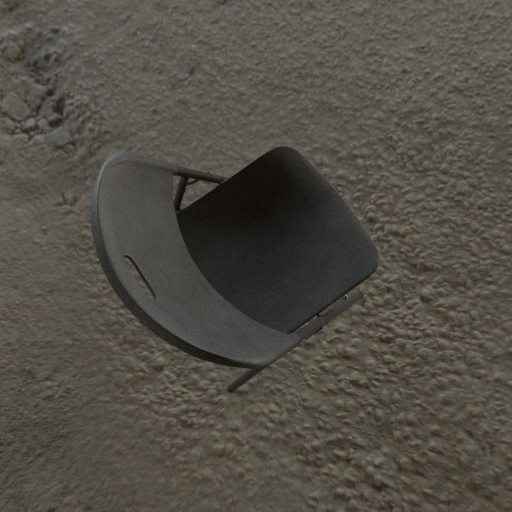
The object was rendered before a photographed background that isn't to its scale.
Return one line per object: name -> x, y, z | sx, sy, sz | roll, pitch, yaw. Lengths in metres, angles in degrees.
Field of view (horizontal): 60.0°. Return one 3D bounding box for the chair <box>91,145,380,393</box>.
chair -> 0.000, 0.000, 1.145 | 0.567, 0.810, 0.494 | -34, 78, -9
